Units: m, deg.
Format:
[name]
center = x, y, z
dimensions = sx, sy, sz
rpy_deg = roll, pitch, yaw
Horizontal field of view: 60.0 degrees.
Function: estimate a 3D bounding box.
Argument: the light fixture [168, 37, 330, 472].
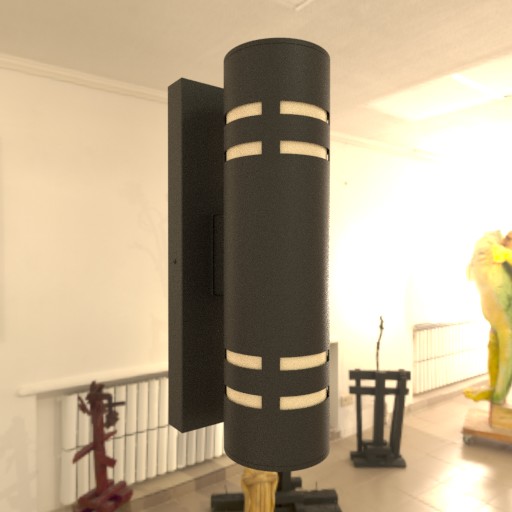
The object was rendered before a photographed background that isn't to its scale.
[light fixture]
center = 0.000, 0.000, 0.404
dimensions = 0.105, 0.330, 0.149
rpy_deg = 0, 1, -37
